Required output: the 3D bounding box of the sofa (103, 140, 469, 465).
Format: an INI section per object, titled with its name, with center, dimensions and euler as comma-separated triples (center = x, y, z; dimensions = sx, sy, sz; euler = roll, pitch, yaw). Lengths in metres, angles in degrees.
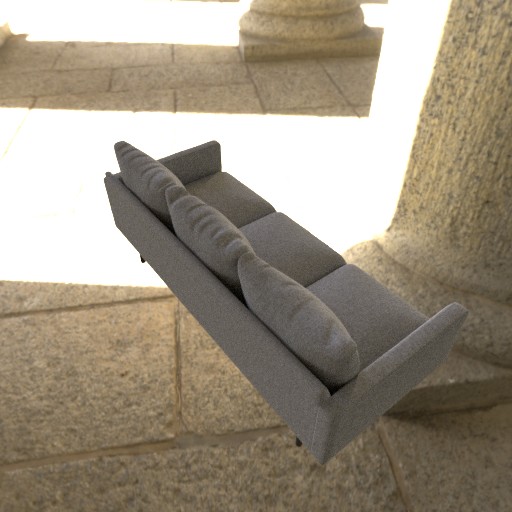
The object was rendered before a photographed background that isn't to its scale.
[sofa]
center = 0.000, 0.000, 2.420
dimensions = 0.850, 0.830, 2.000
euler = -27, 48, -27
